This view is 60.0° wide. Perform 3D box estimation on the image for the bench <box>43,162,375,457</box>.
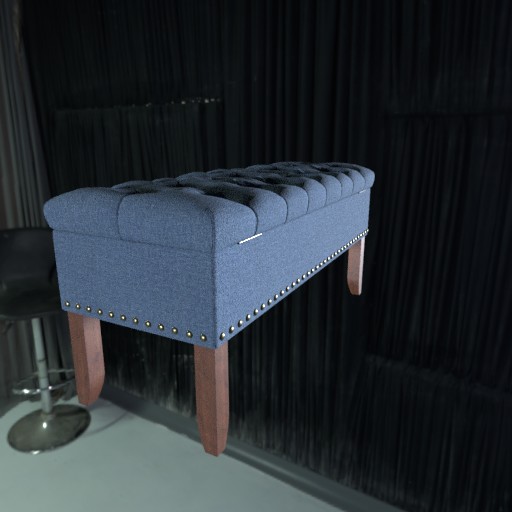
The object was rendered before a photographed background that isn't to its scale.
[{"bbox_3d":[0.000,0.000,1.286,0.417,0.492,1.052,8,17,27],"label":"bench"}]
